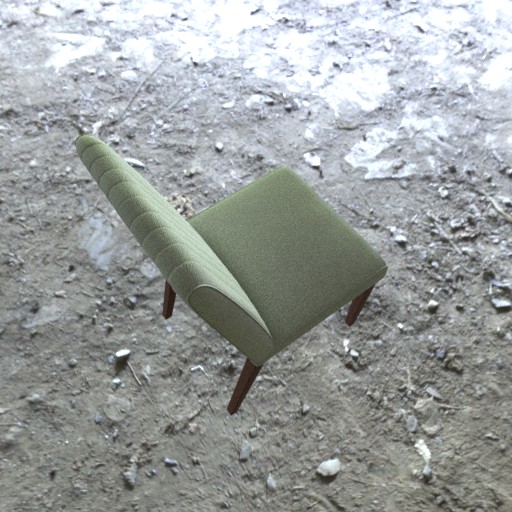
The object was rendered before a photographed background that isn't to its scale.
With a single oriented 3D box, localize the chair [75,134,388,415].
[{"bbox_3d":[0.000,0.000,1.224,0.594,0.900,0.480,-32,64,-18],"label":"chair"}]
